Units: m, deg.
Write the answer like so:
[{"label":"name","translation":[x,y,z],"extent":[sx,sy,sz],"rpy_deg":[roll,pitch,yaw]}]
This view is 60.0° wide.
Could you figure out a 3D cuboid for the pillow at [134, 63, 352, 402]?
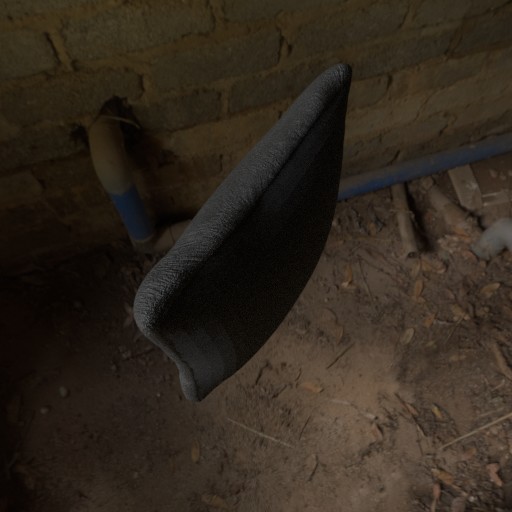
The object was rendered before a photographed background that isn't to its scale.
[{"label":"pillow","translation":[0.000,0.000,0.832],"extent":[0.210,0.523,0.533],"rpy_deg":[29,67,14]}]
